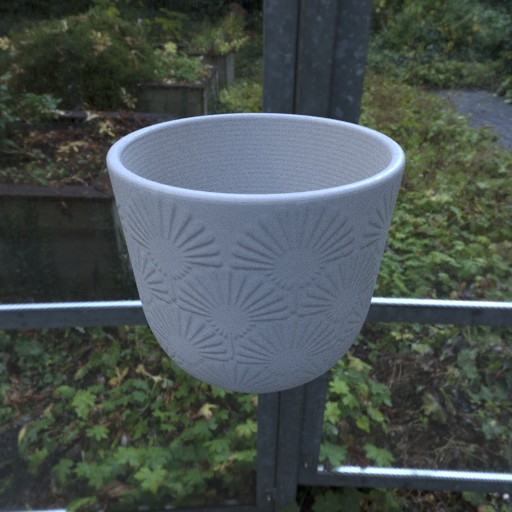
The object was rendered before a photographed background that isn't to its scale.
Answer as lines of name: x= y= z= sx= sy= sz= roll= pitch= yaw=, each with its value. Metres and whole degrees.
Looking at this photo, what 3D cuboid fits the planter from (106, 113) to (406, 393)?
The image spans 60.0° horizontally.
planter: x=0.000 y=0.000 z=0.298 sx=0.170 sy=0.152 sz=0.170 roll=0 pitch=30 yaw=0
